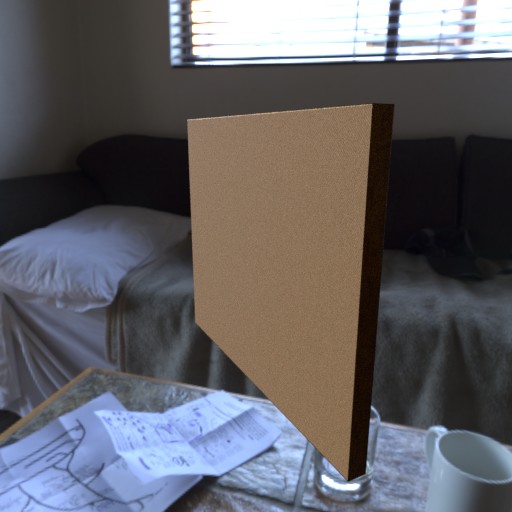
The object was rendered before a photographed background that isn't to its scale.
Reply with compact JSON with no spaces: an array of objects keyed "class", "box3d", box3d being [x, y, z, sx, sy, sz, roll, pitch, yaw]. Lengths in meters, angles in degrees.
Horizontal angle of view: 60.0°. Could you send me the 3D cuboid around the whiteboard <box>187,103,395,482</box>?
[{"class":"whiteboard","box3d":[0.000,0.000,0.750,0.029,0.457,0.561,-8,17,-27]}]
